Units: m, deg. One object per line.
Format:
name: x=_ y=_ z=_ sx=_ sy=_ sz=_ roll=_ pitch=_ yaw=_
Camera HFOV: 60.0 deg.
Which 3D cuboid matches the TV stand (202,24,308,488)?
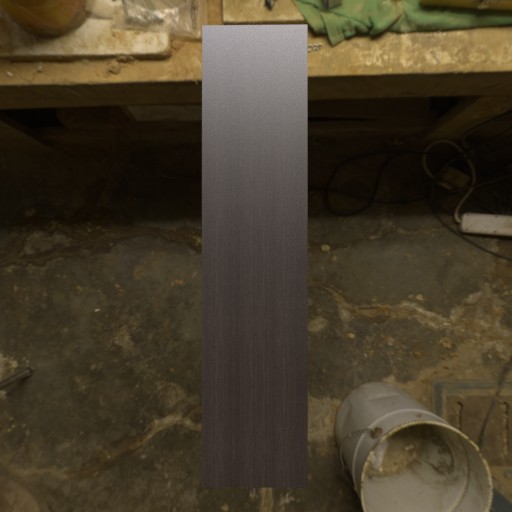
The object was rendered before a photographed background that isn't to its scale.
TV stand: x=0.000 y=0.000 z=2.008 sx=0.406 sy=0.610 sz=1.778 roll=0 pitch=90 yaw=1
